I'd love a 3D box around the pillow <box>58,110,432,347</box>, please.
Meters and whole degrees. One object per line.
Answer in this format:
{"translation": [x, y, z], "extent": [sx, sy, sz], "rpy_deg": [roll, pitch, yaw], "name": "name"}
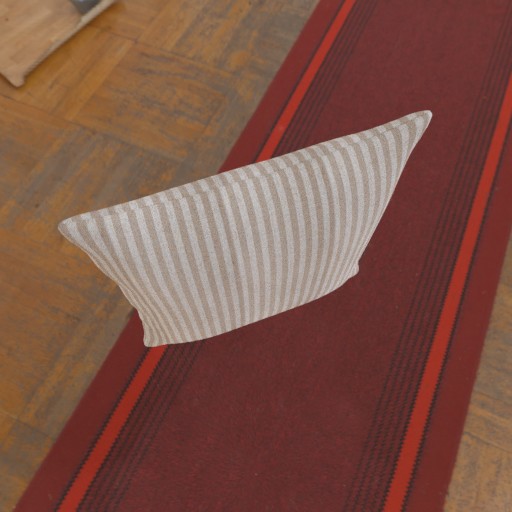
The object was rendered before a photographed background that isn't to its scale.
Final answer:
{"translation": [0.000, 0.000, 0.796], "extent": [0.523, 0.510, 0.166], "rpy_deg": [-19, 65, -9], "name": "pillow"}
